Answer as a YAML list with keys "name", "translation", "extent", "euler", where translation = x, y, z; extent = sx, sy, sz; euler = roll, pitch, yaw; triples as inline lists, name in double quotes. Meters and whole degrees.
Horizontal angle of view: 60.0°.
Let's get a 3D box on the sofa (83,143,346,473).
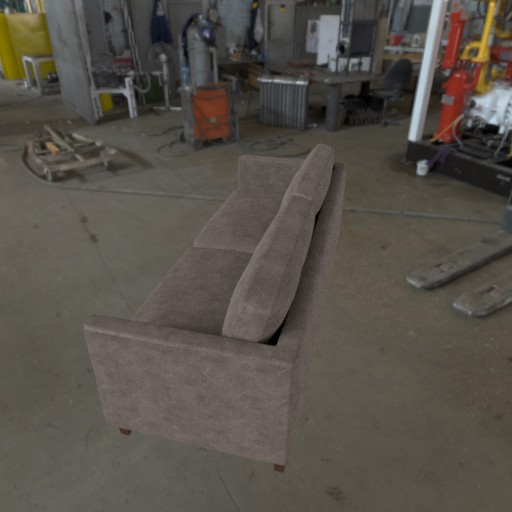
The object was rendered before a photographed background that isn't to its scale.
- name: "sofa"
  translation: [0.000, 0.000, 2.910]
  extent: [0.951, 0.965, 2.434]
  euler: [8, 31, 13]
